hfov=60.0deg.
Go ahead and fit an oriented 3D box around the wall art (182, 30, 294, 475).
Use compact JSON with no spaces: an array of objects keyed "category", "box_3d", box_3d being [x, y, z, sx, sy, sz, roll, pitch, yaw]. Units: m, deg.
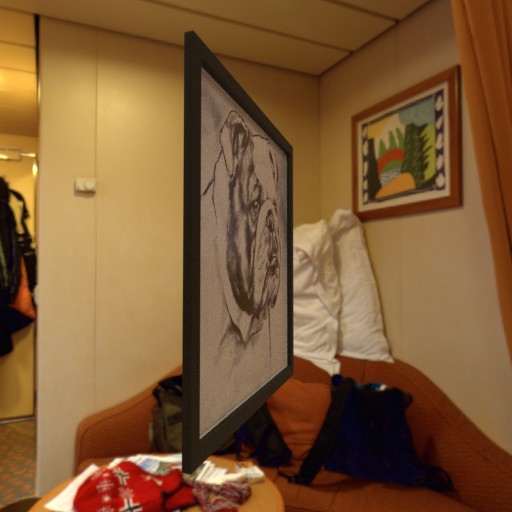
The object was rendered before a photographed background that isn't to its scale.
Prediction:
[{"category":"wall art","box_3d":[0.000,0.000,0.971,0.016,0.659,0.663,-1,-2,18]}]
